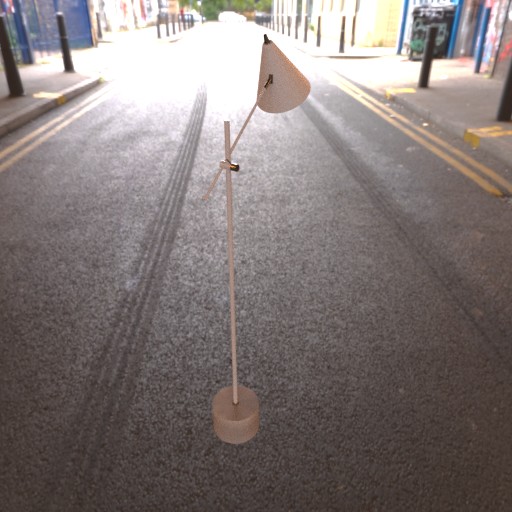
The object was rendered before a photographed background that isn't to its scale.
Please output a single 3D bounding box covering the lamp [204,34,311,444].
[{"bbox_3d":[0.000,0.000,1.600,0.223,1.430,0.508,20,35,31],"label":"lamp"}]
